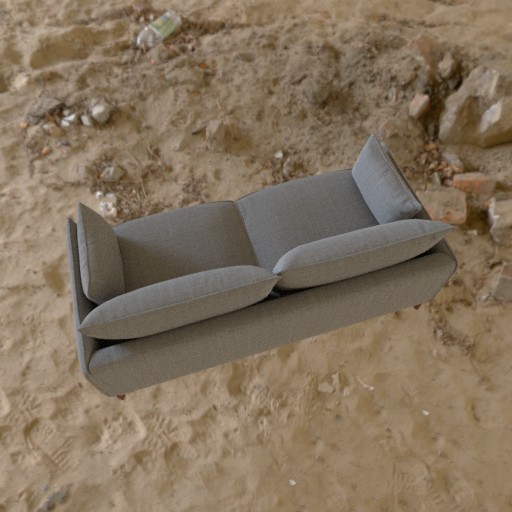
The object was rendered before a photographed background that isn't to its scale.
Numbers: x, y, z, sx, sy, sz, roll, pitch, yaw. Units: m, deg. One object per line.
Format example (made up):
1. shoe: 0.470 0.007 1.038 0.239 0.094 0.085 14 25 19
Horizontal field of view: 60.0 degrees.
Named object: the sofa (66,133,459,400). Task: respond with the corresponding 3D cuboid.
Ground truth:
1. sofa: 0.000 0.000 2.517 1.989 0.851 0.972 -15 60 -9
